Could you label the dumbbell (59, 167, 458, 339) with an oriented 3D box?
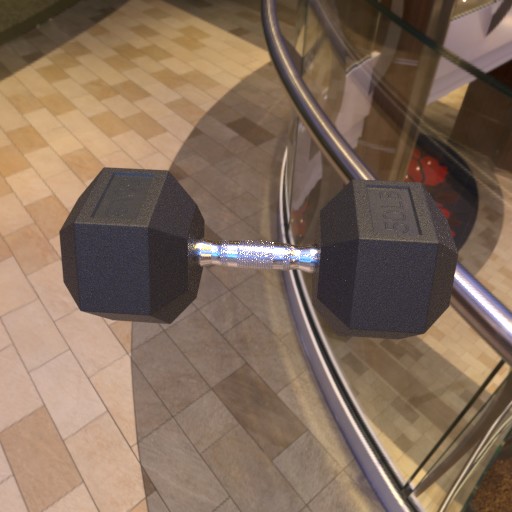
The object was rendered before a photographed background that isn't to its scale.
[{"bbox_3d":[0.000,0.000,0.476,0.384,0.150,0.173,3,46,3],"label":"dumbbell"}]
